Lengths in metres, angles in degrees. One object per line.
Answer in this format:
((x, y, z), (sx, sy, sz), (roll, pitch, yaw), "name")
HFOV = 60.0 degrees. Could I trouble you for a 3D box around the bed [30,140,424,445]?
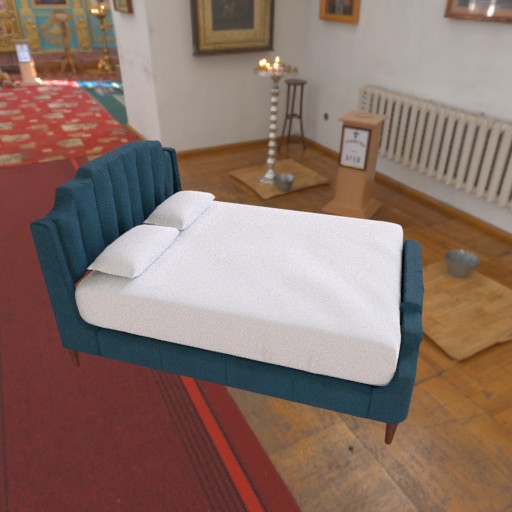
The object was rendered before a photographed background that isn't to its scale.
((0.000, 0.000, 3.251), (2.322, 1.351, 1.676), (9, 31, 15), "bed")
